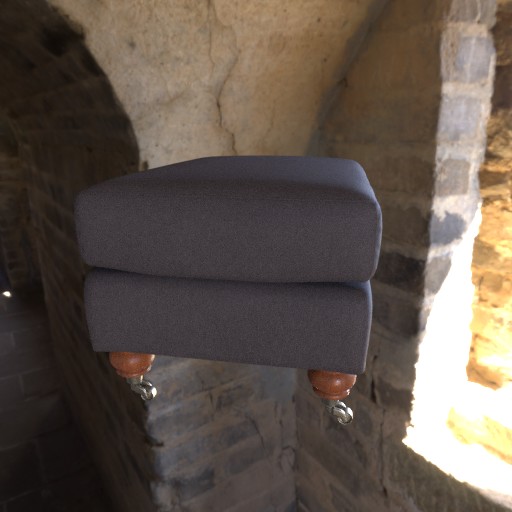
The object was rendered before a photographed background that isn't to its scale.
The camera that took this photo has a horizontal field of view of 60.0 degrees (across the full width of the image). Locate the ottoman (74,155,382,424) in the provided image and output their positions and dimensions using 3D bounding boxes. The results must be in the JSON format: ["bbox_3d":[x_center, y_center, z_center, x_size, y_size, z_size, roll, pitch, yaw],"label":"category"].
[{"bbox_3d":[0.000,0.000,1.162,0.574,0.497,0.773,3,17,10],"label":"ottoman"}]
